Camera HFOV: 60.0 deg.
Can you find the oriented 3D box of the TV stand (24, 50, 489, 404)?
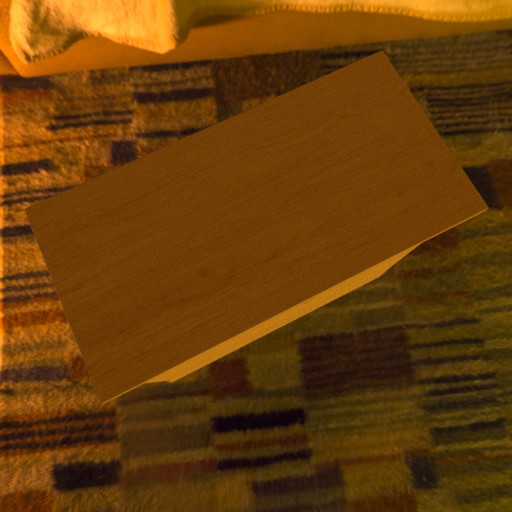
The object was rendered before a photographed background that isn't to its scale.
[{"bbox_3d":[0.000,0.000,1.288,0.851,0.787,0.430,-26,77,-7],"label":"TV stand"}]
